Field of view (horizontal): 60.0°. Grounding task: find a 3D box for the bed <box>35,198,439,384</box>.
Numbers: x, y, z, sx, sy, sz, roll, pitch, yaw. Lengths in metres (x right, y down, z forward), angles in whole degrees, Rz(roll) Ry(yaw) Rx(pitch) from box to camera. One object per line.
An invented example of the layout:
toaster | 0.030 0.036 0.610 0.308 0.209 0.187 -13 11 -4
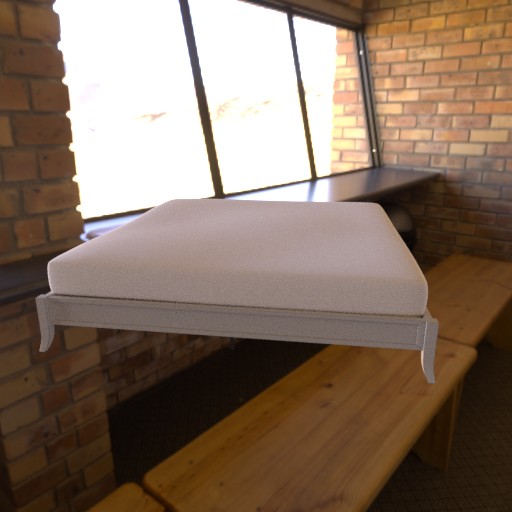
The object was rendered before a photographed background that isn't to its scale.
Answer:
bed | 0.000 0.000 3.126 2.007 0.510 2.108 3 17 8
